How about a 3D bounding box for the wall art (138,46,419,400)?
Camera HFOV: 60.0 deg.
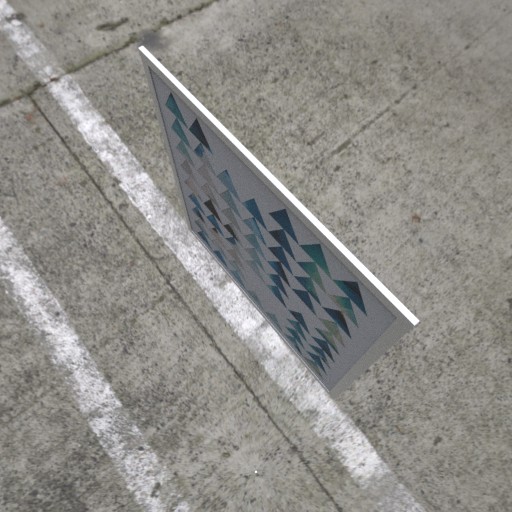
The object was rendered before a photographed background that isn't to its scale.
[{"bbox_3d":[0.000,0.000,0.676,0.007,0.456,0.456,-36,69,-16],"label":"wall art"}]
